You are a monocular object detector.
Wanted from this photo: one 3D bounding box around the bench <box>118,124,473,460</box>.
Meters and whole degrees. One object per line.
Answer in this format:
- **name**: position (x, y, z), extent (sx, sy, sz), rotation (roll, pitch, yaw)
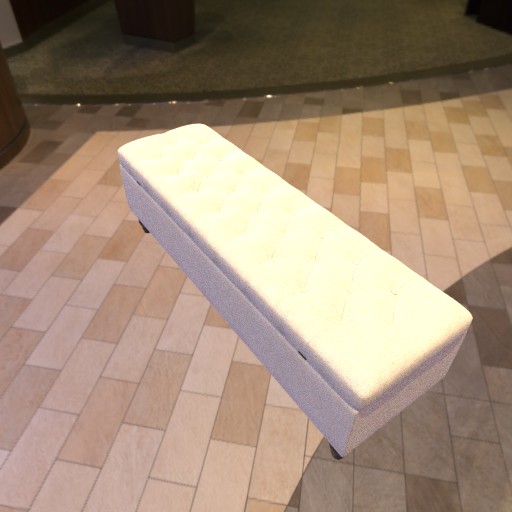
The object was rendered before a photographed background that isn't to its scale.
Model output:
- **bench**: position (0.000, 0.000, 1.695), extent (0.455, 0.467, 1.480), rotation (-25, 47, -26)
